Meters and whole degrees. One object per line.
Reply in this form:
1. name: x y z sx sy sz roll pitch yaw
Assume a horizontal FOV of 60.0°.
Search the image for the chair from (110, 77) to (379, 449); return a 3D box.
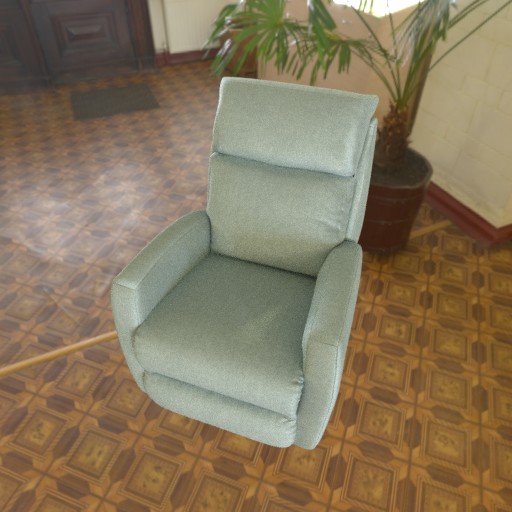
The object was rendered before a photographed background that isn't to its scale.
1. chair: 0.000 0.000 1.658 0.812 1.013 0.940 13 44 14
